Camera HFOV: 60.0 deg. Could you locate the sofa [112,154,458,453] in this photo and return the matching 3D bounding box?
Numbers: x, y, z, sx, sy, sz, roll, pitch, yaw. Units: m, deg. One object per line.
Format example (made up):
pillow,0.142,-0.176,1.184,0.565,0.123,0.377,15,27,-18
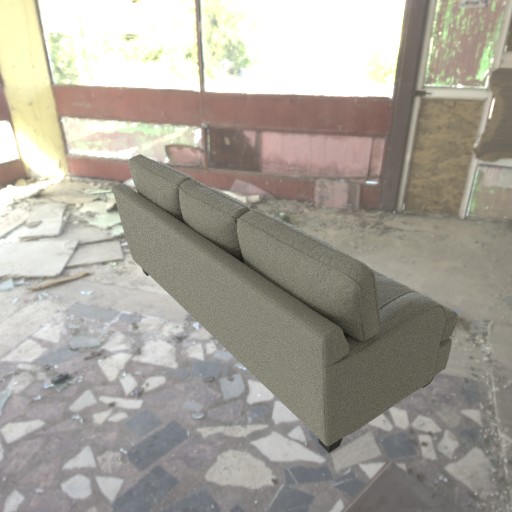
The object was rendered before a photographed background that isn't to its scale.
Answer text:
sofa,0.000,0.000,2.872,1.016,0.997,2.323,-18,32,-32
